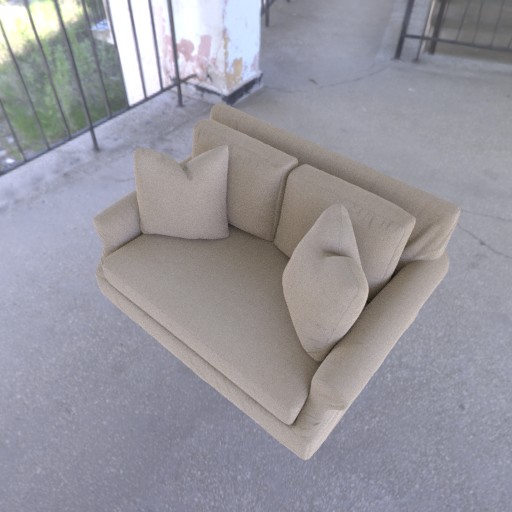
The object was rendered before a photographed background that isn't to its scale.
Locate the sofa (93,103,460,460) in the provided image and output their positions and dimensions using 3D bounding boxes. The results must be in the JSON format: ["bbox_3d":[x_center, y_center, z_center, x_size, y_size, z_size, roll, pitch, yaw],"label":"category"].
[{"bbox_3d":[0.000,0.000,2.192,1.550,0.905,1.070,31,54,26],"label":"sofa"}]
